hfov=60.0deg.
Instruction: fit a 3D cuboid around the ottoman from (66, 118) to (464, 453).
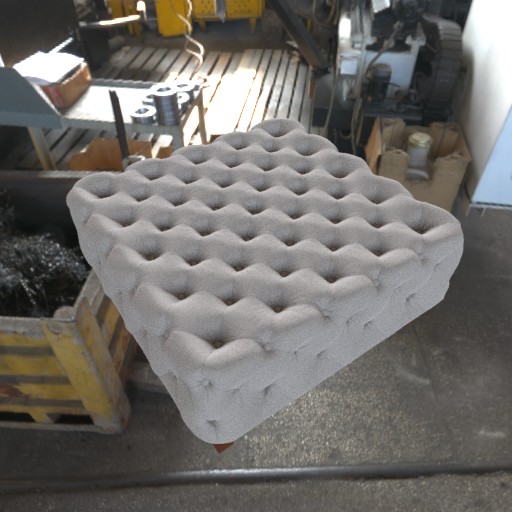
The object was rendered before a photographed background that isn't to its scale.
[{"bbox_3d":[0.000,0.000,1.203,0.764,0.365,0.758,-26,49,-25],"label":"ottoman"}]
